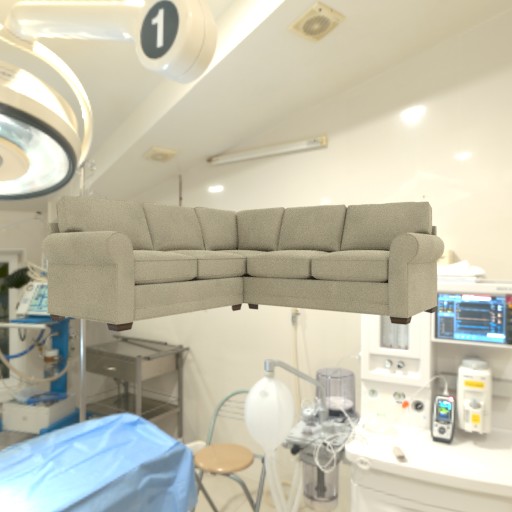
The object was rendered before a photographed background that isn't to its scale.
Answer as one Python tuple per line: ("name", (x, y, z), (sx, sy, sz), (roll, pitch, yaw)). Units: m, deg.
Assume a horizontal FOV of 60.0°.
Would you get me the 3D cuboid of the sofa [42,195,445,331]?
("sofa", (0.000, 0.000, 3.814), (2.562, 1.053, 2.487), (1, 1, 36))
